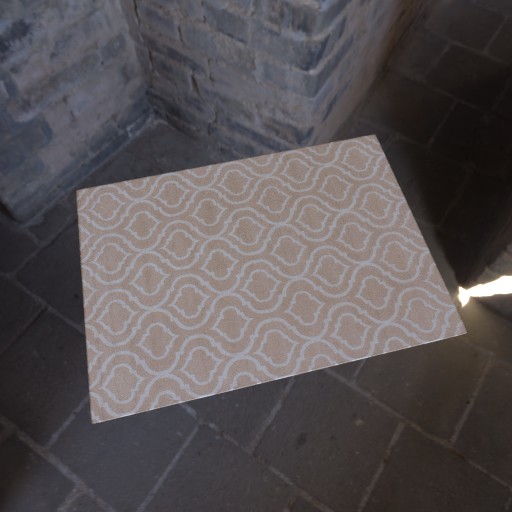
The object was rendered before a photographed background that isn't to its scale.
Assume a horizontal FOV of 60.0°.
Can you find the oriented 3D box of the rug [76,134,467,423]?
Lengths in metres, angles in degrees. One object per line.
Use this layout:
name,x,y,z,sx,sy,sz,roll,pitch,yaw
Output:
rug,0.000,0.000,2.769,2.134,0.010,1.524,-12,64,-6
